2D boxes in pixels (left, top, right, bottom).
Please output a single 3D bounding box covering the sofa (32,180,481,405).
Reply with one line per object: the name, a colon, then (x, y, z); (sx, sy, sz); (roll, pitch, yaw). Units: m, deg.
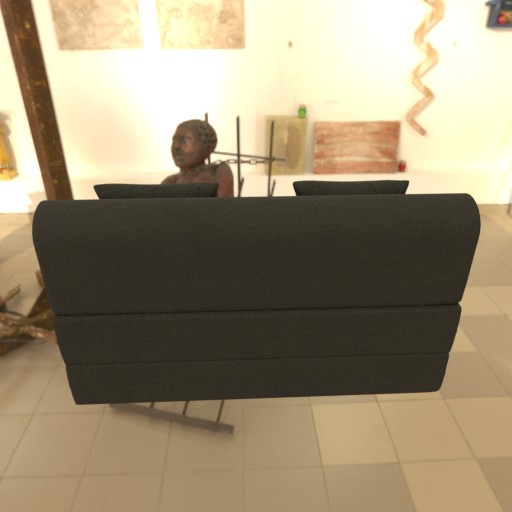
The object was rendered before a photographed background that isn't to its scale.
sofa: (0.000, 0.000, 1.642); (1.225, 0.670, 0.762); (-1, 29, -2)
